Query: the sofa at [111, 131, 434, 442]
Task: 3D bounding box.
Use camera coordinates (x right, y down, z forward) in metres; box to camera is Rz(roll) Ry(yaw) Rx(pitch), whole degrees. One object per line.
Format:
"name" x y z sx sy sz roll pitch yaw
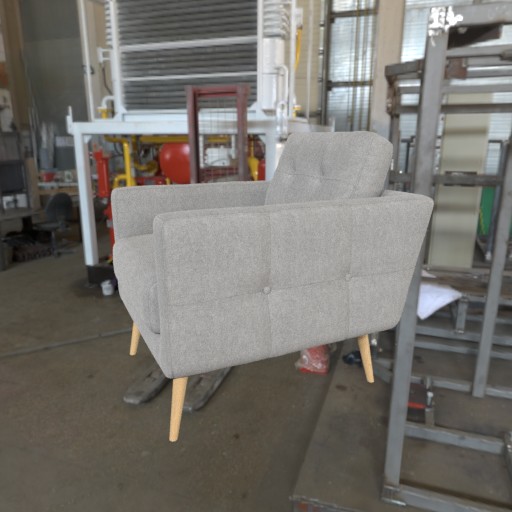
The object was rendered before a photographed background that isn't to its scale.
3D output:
"sofa" 0.000 0.000 1.586 0.920 0.860 0.770 -7 16 -25
